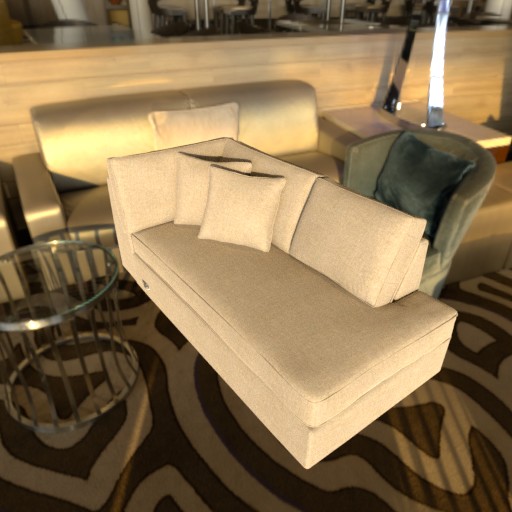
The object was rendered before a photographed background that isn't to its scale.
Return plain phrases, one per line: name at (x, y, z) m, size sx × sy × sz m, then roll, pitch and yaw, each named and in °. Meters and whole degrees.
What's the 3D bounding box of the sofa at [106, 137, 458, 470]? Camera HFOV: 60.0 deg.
sofa at (0.000, 0.000, 2.838) m, size 1.110 × 1.019 × 2.238 m, roll -21°, pitch 37°, yaw -31°
